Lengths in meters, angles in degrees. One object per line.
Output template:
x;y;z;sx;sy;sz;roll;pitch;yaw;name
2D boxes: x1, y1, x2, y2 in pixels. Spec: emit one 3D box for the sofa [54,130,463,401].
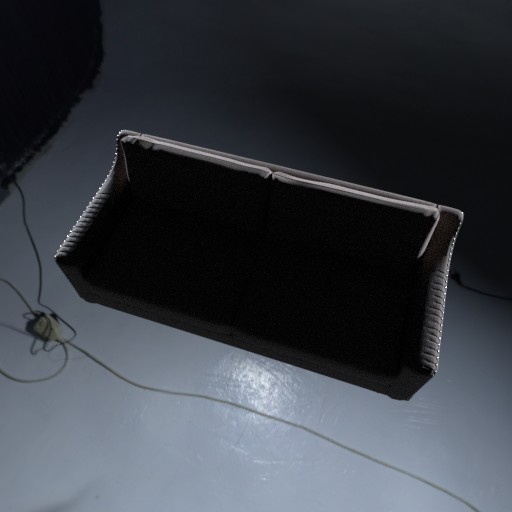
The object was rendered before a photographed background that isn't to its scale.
0.000;0.000;2.728;2.208;0.857;1.000;15;59;10;sofa
